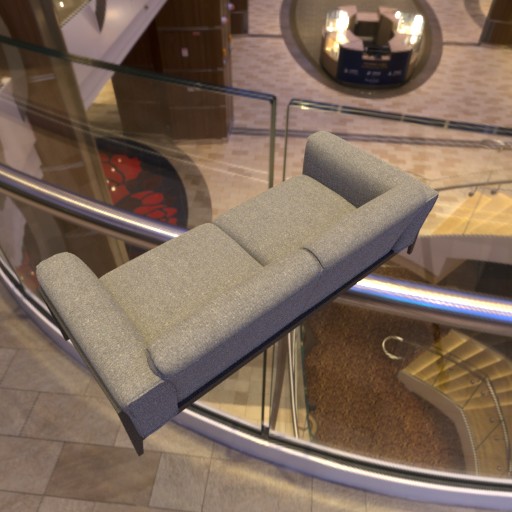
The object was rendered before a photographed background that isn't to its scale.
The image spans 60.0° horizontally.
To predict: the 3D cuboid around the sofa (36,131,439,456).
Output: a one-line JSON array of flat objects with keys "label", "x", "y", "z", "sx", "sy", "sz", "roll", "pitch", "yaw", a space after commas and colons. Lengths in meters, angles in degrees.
[{"label": "sofa", "x": 0.000, "y": 0.000, "z": 2.550, "sx": 2.125, "sy": 0.703, "sz": 0.985, "roll": -31, "pitch": 53, "yaw": -27}]
